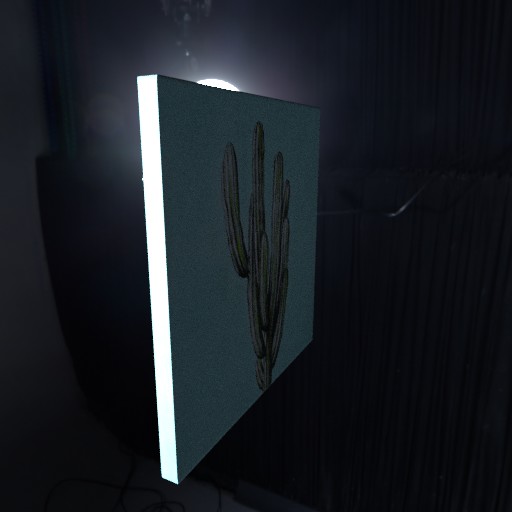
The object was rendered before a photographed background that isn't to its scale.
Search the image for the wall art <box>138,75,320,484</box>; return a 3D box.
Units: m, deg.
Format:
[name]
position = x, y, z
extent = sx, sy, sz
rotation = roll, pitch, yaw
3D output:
[wall art]
position = 0.000, 0.000, 1.580
extent = 0.070, 1.073, 1.071
rotation = 7, 16, 26
